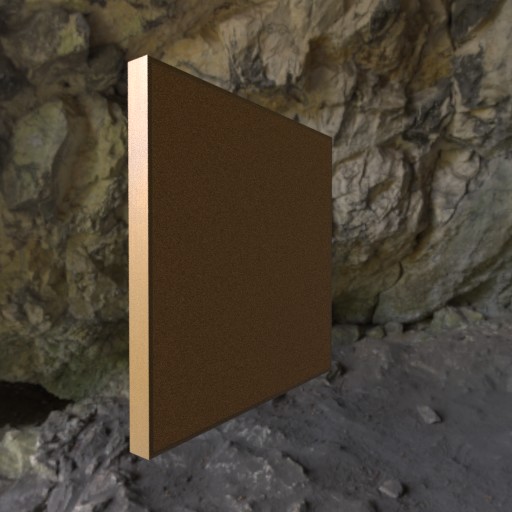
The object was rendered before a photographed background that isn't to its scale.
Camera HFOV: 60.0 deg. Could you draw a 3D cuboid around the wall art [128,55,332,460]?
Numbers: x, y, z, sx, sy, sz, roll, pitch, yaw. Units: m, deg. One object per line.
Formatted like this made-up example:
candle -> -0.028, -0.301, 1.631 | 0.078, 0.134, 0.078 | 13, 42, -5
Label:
wall art -> 0.000, 0.000, 0.776 | 0.038, 0.511, 0.513 | 1, 1, 36
